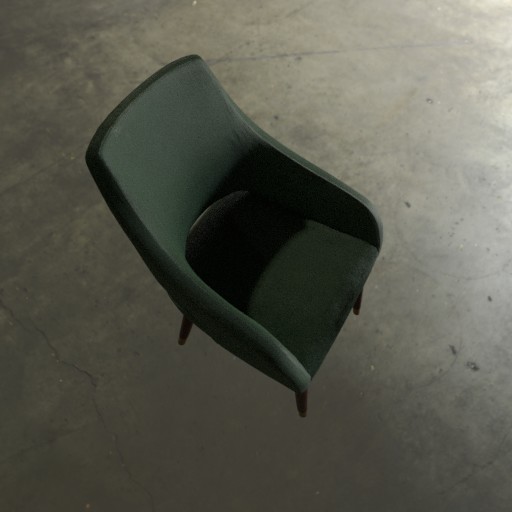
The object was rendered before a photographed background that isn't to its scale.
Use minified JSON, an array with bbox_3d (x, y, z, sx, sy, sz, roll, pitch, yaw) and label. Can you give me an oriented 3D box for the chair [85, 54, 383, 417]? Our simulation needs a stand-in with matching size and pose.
[{"bbox_3d":[0.000,0.000,1.558,0.794,1.081,0.683,27,63,16],"label":"chair"}]
